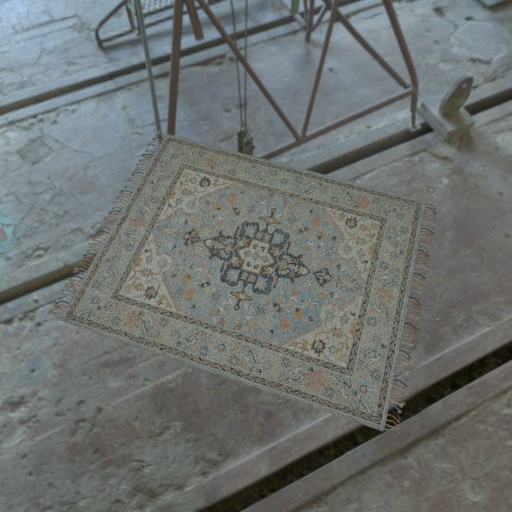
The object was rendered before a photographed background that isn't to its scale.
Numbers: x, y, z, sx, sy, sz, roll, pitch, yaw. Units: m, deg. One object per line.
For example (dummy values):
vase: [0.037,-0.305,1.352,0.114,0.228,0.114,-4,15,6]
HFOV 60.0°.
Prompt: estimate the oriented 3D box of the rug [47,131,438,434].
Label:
rug: [0.000,0.000,4.309,3.221,0.011,2.379,16,63,9]
